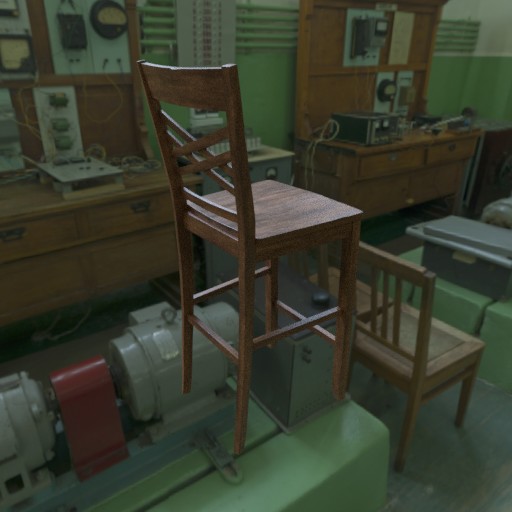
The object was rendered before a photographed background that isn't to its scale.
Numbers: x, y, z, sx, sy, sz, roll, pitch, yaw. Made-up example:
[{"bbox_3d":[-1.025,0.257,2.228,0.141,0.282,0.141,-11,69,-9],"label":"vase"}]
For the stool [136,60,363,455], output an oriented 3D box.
[{"bbox_3d":[0.000,0.000,1.366,0.487,1.105,0.433,-18,31,-33],"label":"stool"}]
